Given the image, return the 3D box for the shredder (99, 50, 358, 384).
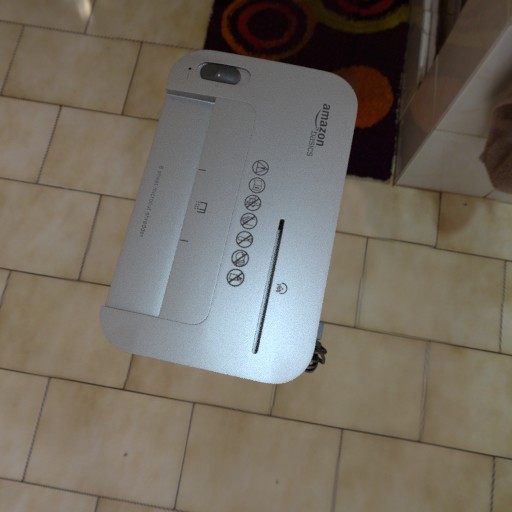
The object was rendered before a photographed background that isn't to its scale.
[{"bbox_3d":[0.000,0.000,0.617,0.237,0.419,0.311,12,77,3],"label":"shredder"}]
